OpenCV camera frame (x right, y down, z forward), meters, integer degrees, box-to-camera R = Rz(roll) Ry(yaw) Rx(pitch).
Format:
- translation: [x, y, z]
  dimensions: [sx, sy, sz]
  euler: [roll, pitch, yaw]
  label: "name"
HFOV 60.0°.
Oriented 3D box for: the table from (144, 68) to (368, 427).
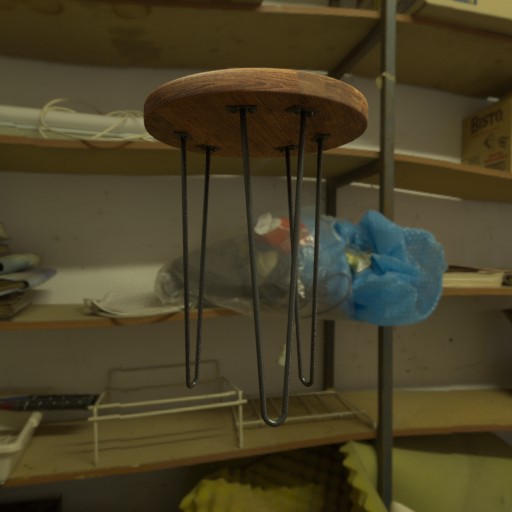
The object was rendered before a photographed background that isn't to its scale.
- translation: [0.000, 0.000, 0.811]
  dimensions: [0.400, 0.520, 0.400]
  euler: [0, -1, 0]
  label: "table"
